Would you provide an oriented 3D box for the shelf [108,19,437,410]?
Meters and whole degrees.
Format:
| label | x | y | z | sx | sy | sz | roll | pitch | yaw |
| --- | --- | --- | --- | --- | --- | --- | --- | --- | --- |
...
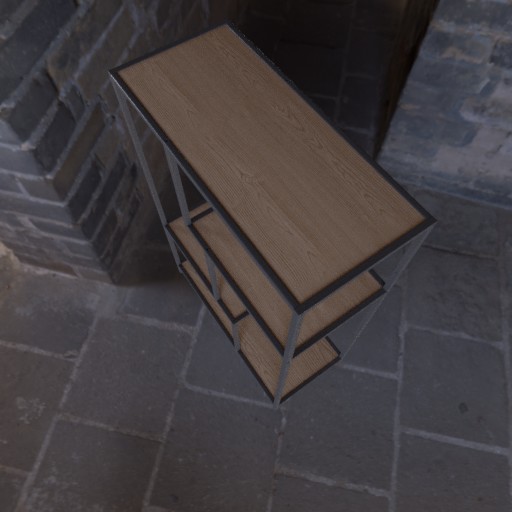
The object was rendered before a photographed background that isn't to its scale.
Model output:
| label | x | y | z | sx | sy | sz | roll | pitch | yaw |
| --- | --- | --- | --- | --- | --- | --- | --- | --- | --- |
| shelf | 0.000 | 0.000 | 1.491 | 0.350 | 1.138 | 0.770 | -32 | 67 | -15 |
